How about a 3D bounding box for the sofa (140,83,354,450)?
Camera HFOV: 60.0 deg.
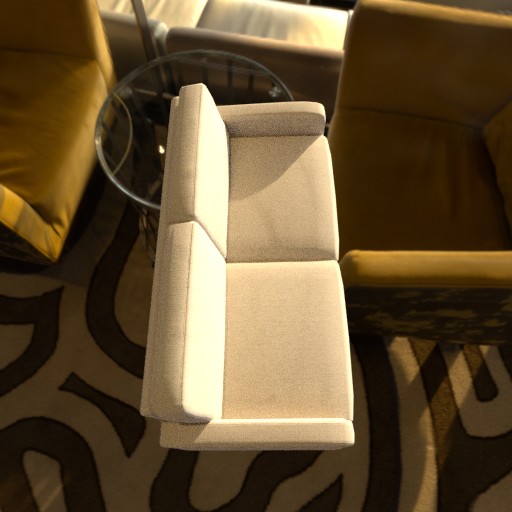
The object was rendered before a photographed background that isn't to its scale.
[{"bbox_3d":[0.000,0.000,2.273,0.894,0.831,1.808,0,65,0],"label":"sofa"}]
